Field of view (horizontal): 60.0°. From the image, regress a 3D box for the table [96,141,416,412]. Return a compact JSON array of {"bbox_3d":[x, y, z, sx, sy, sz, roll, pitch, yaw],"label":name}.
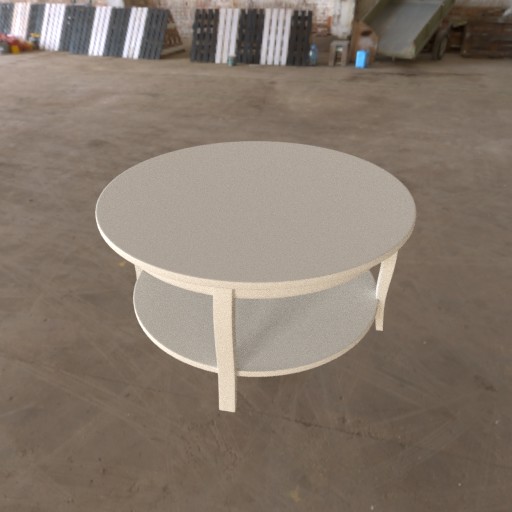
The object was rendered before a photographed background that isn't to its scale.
[{"bbox_3d":[0.000,0.000,1.436,0.910,0.457,0.910,0,33,0],"label":"table"}]
